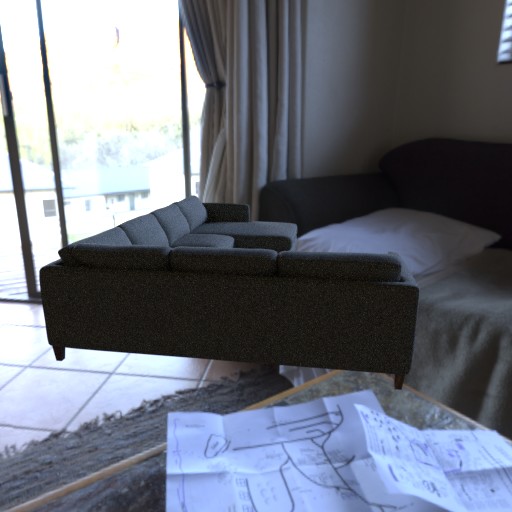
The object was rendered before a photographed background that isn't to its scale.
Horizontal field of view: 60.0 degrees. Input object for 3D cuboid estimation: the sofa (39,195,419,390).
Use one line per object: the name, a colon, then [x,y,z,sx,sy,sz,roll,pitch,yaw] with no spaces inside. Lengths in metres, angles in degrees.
sofa: [0.000,0.000,4.422,2.551,0.853,3.238,2,15,9]
